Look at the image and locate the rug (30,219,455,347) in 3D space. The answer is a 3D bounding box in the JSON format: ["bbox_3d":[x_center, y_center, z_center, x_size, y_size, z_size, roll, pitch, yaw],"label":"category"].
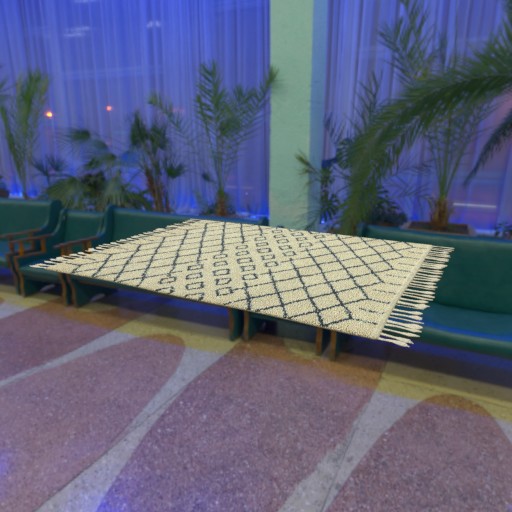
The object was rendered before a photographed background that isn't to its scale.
[{"bbox_3d":[0.000,0.000,4.126,3.213,0.030,2.388,8,18,27],"label":"rug"}]
